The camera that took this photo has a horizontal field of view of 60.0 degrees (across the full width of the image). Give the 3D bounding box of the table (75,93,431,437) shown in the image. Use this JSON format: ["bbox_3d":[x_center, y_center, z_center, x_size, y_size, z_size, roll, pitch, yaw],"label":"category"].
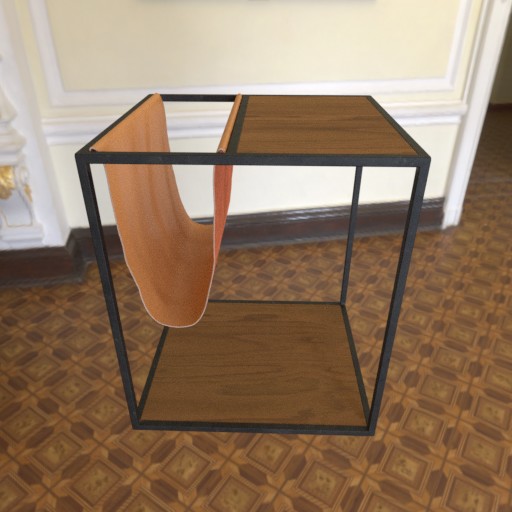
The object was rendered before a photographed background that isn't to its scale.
[{"bbox_3d":[0.000,0.000,0.862,0.450,0.536,0.399,1,30,2],"label":"table"}]
